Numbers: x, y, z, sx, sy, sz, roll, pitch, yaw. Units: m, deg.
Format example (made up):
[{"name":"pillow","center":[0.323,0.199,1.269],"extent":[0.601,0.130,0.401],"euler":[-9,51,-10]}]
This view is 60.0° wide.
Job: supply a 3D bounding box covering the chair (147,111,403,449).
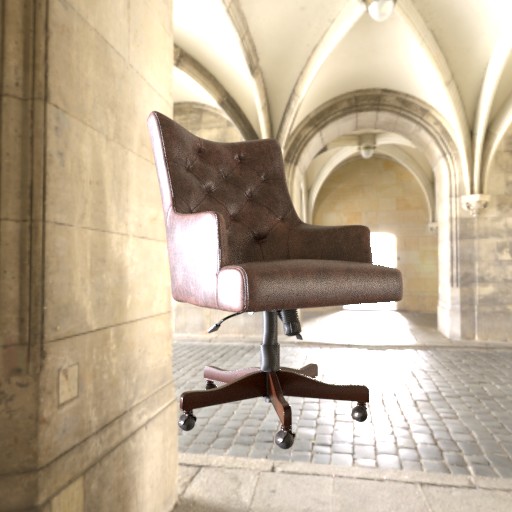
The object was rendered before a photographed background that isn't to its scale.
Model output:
[{"name":"chair","center":[0.000,0.000,1.528],"extent":[0.641,1.035,0.762],"euler":[1,-2,-37]}]
